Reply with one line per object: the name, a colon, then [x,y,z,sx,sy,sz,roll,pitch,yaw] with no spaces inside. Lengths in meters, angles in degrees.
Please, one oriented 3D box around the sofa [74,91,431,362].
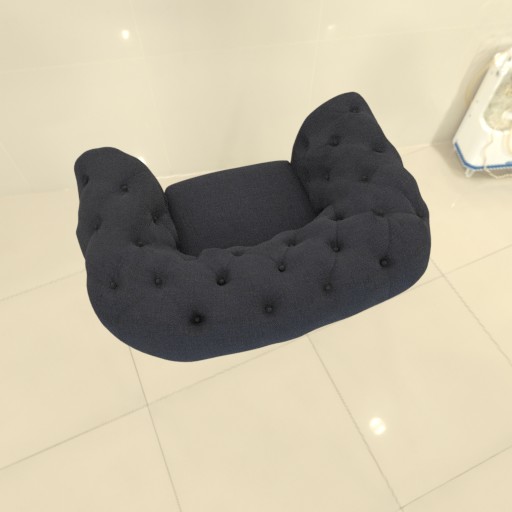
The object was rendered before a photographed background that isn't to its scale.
sofa: [0.000,0.000,2.066,1.405,0.878,1.032,-15,60,-9]
